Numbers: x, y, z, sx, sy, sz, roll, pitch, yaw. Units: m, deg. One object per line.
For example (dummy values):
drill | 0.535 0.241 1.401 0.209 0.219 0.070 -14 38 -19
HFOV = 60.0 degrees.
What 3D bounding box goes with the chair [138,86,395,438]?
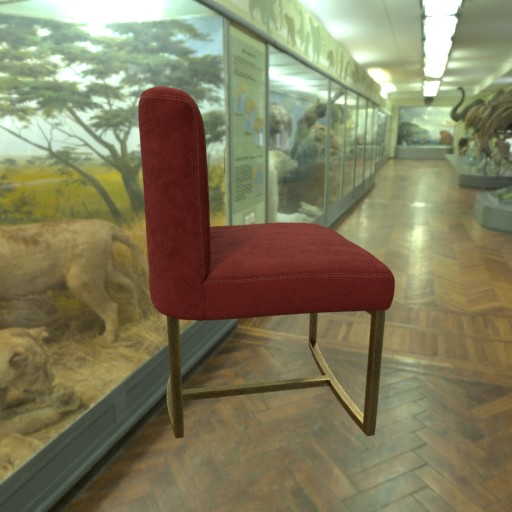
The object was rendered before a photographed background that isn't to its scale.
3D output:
chair | 0.000 0.000 1.188 0.560 0.824 0.530 -3 16 -10
